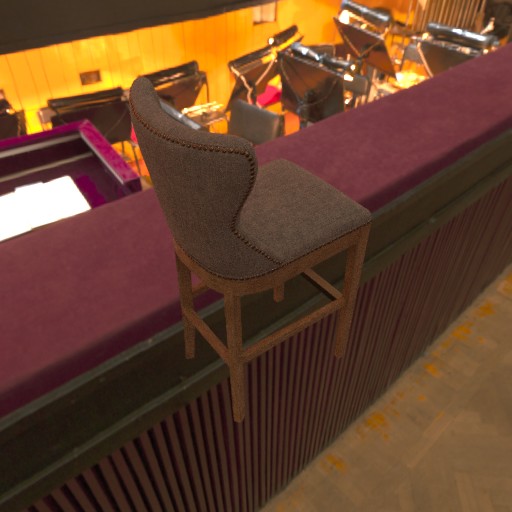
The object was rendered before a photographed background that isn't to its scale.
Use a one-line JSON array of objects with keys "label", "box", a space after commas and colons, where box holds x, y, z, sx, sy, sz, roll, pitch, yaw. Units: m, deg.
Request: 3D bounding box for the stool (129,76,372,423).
[{"label": "stool", "box": [0.000, 0.000, 1.457, 0.606, 1.123, 0.494, -27, 48, -27]}]
